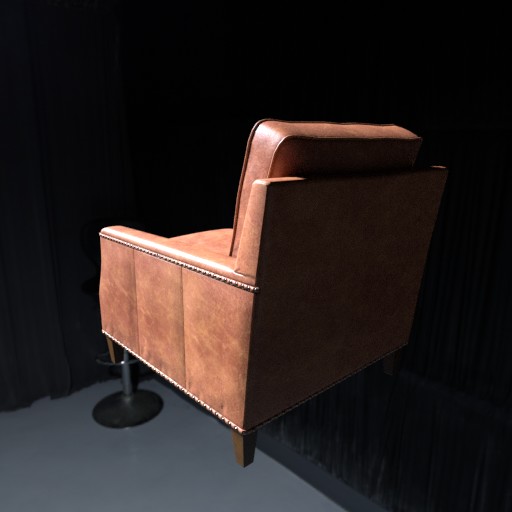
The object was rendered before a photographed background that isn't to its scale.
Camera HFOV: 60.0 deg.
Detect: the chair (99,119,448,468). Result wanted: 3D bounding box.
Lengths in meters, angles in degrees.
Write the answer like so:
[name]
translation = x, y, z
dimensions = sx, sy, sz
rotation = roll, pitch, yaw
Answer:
[chair]
translation = 0.000, 0.000, 1.665
dimensions = 0.853, 0.943, 1.014
rotation = -13, 19, -41
